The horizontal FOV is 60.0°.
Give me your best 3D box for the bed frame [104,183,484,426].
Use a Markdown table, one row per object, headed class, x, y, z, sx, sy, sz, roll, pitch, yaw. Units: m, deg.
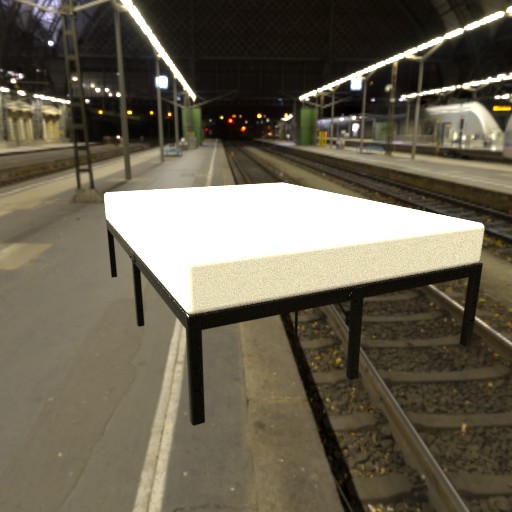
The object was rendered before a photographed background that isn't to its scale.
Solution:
| class | x | y | z | sx | sy | sz | roll | pitch | yaw |
| --- | --- | --- | --- | --- | --- | --- | --- | --- | --- |
| bed frame | 0.000 | 0.000 | 2.832 | 1.557 | 0.659 | 2.072 | -7 | 17 | -25 |
